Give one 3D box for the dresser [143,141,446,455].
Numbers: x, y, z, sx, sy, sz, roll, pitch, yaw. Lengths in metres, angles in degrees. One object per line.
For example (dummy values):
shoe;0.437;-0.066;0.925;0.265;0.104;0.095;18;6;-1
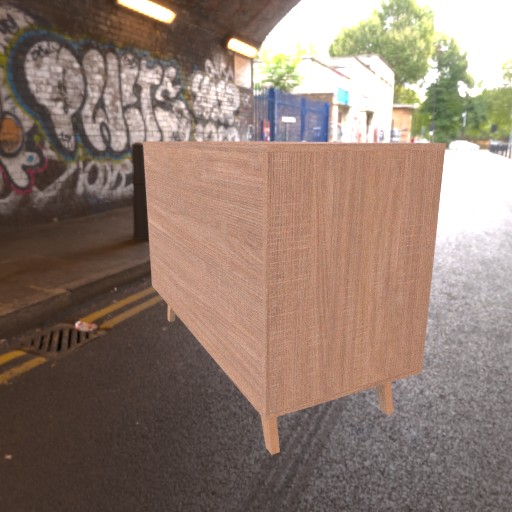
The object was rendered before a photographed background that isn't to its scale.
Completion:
dresser;0.000;0.000;1.567;0.500;0.780;1.110;-7;16;-25
